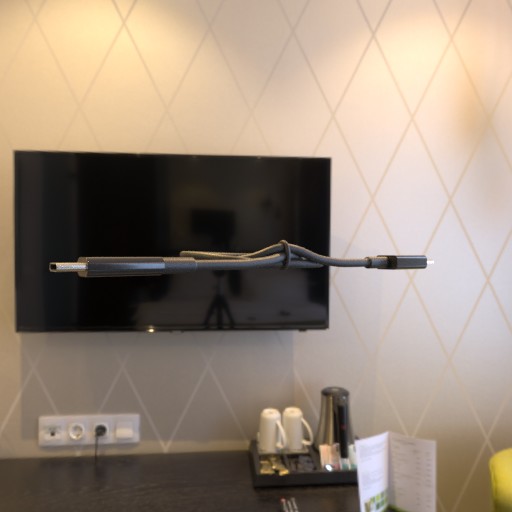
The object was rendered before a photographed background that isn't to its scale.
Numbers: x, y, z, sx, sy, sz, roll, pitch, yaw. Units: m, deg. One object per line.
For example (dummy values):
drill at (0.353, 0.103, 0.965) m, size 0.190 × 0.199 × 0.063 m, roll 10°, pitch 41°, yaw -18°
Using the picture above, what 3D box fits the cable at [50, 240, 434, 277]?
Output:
cable at (0.000, 0.000, 0.215) m, size 0.192 × 0.014 × 0.070 m, roll 0°, pitch 0°, yaw -35°
